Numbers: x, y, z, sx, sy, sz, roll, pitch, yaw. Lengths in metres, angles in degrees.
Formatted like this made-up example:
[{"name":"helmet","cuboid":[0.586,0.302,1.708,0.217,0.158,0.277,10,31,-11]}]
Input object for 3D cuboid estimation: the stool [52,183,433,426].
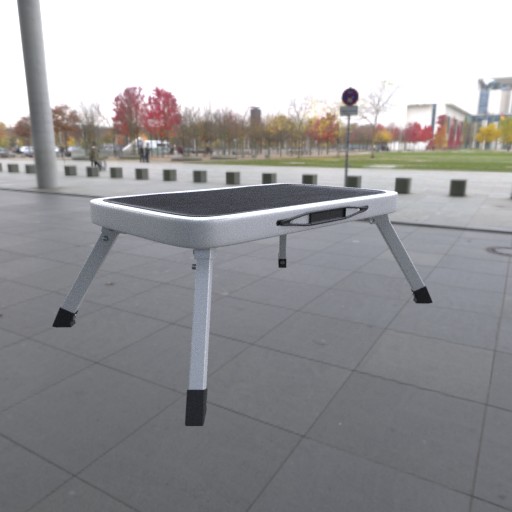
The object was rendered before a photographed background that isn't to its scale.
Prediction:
[{"name":"stool","cuboid":[0.000,0.000,0.617,0.460,0.170,0.320,-13,19,-43]}]
